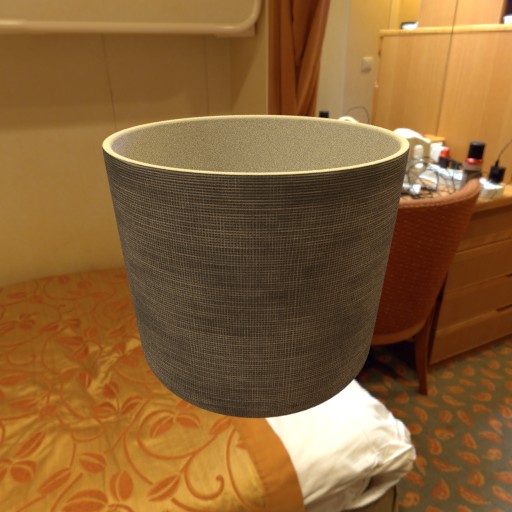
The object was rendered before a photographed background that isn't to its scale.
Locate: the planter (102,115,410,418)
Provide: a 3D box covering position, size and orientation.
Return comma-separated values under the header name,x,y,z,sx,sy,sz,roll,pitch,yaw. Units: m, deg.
name,x,y,z,sx,sy,sz,roll,pitch,yaw
planter,0.000,0.000,0.748,0.440,0.398,0.440,0,25,0
